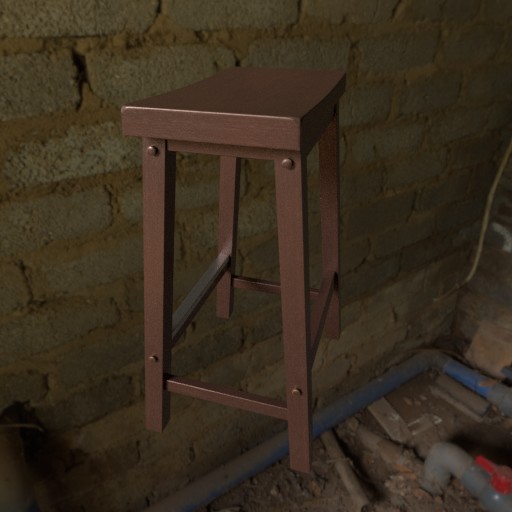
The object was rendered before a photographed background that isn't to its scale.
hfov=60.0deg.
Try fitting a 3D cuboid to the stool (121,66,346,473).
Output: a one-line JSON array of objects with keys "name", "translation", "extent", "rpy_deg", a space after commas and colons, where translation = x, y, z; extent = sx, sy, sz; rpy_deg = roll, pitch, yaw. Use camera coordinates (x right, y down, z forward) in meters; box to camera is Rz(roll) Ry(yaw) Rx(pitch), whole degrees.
[{"name": "stool", "translation": [0.000, 0.000, 0.836], "extent": [0.322, 0.610, 0.406], "rpy_deg": [9, 31, 15]}]
